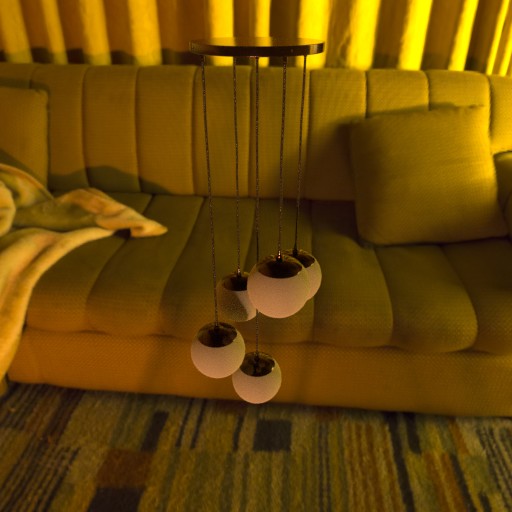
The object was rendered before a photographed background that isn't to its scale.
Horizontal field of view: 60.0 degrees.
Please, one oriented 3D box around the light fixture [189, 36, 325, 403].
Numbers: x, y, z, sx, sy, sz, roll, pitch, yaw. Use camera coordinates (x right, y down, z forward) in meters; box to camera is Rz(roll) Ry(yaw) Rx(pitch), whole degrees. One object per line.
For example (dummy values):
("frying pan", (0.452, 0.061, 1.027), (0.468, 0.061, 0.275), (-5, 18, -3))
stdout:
("light fixture", (0.000, 0.000, 1.451), (0.484, 1.271, 0.489), (-8, 31, -14))
